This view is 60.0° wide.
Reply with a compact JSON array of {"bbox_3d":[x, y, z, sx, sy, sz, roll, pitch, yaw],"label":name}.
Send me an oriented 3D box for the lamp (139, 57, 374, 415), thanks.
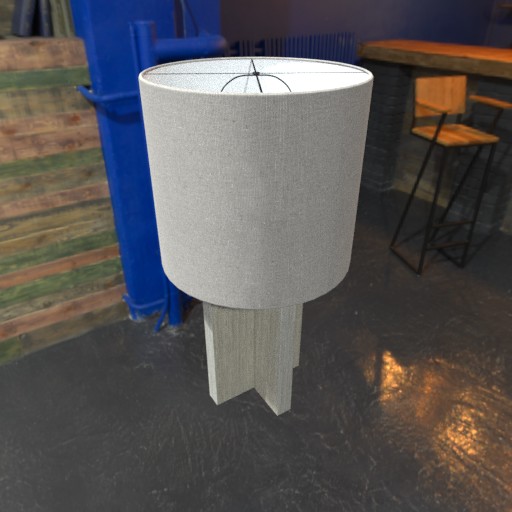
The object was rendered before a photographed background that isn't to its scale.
[{"bbox_3d":[0.000,0.000,0.550,0.229,0.428,0.229,-18,35,-28],"label":"lamp"}]
